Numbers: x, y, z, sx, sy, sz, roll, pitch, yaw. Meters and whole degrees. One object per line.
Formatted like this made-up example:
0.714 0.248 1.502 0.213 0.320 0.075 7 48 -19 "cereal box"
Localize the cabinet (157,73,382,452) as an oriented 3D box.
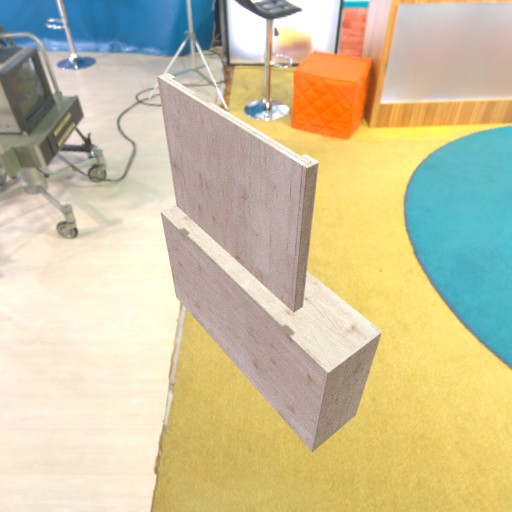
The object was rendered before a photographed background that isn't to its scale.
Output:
0.000 0.000 2.765 0.420 1.981 1.700 -28 50 -27 "cabinet"
